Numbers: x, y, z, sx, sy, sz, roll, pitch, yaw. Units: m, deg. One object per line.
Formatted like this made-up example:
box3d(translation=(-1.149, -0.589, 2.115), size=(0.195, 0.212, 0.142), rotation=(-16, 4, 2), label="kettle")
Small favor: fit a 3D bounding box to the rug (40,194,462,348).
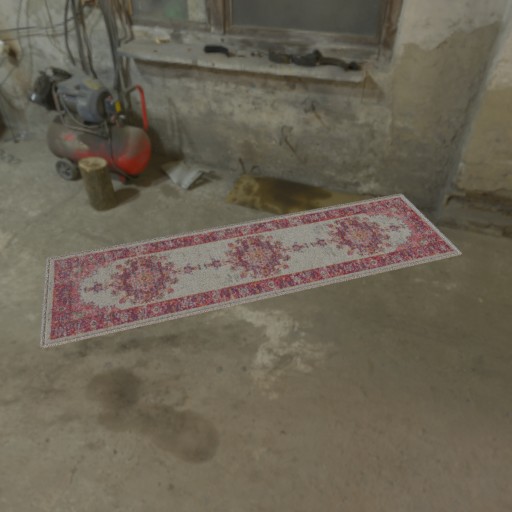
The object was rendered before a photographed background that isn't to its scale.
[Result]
box3d(translation=(0.000, 0.000, 2.544), size=(2.294, 0.011, 0.666), rotation=(-11, 42, -13), label="rug")
